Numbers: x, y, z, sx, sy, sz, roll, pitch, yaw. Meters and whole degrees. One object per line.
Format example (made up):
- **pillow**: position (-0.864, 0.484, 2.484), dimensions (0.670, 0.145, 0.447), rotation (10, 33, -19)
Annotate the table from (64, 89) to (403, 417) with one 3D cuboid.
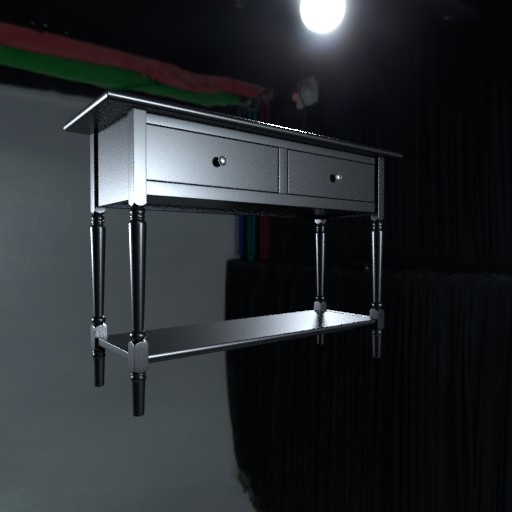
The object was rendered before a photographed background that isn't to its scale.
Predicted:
- **table**: position (0.000, 0.000, 1.574), dimensions (1.191, 0.819, 0.386), rotation (-1, 1, -38)
